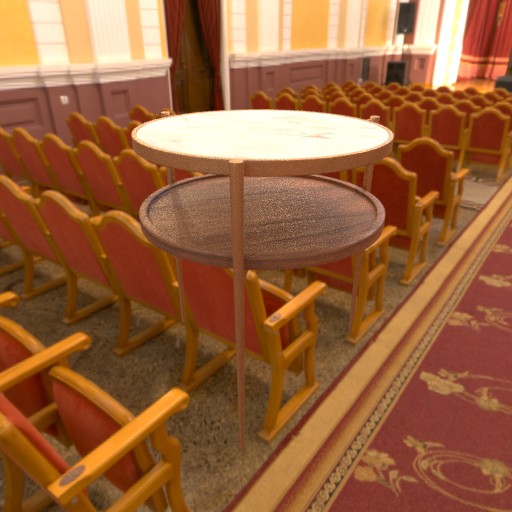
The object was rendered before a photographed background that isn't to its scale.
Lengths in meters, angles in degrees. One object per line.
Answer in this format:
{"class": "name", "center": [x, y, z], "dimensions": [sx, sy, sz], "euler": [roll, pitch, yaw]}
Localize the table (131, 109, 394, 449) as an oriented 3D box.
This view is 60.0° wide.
{"class": "table", "center": [0.000, 0.000, 0.853], "dimensions": [0.456, 0.493, 0.430], "euler": [19, 32, 32]}
